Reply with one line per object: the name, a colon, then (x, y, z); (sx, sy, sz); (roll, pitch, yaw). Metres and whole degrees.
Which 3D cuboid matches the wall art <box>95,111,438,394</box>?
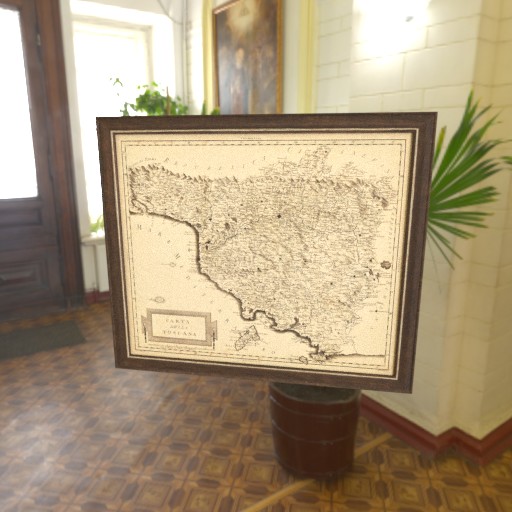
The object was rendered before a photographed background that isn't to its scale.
wall art: (0.000, 0.000, 1.434); (1.033, 0.875, 0.023); (2, 14, 10)
